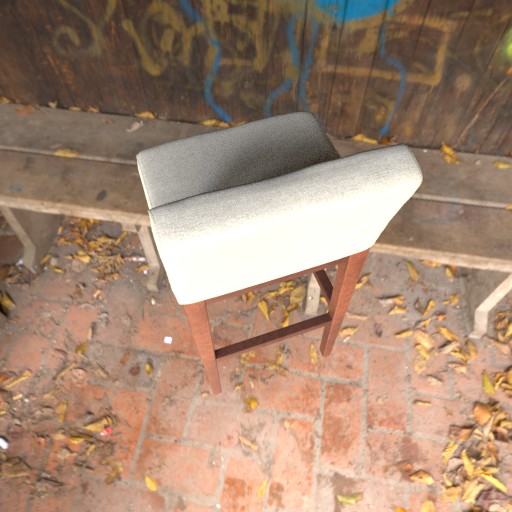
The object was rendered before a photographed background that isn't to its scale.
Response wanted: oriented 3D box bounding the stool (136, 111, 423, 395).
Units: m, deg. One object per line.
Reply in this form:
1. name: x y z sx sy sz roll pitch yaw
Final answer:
1. stool: 0.000 0.000 1.312 0.511 1.037 0.500 -16 59 -10
